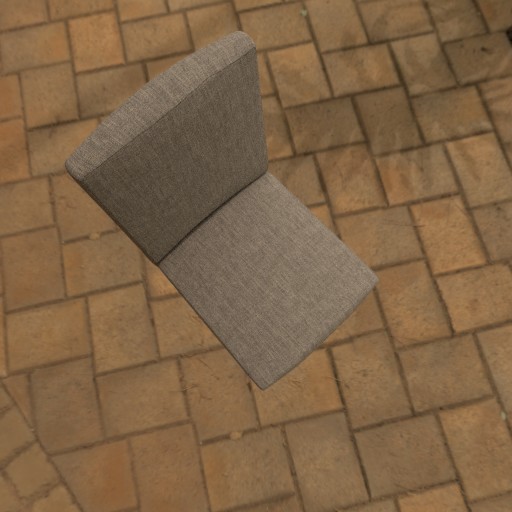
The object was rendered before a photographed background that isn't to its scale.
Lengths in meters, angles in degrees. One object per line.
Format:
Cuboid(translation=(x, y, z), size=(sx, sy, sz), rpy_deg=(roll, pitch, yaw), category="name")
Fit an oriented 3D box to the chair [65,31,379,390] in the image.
Cuboid(translation=(0.000, 0.000, 1.197), size=(0.451, 0.917, 0.580), rpy_deg=(-41, 79, -10), category="chair")
